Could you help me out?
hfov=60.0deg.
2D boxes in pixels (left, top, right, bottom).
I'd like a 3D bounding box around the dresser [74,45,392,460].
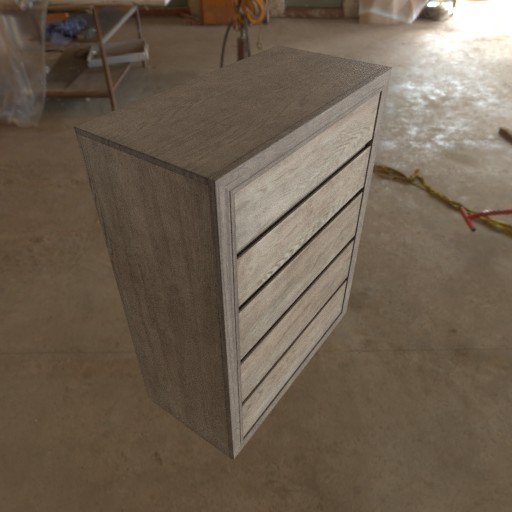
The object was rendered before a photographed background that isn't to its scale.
[{"bbox_3d":[0.000,0.000,1.767,0.483,1.295,0.967,25,46,27],"label":"dresser"}]
